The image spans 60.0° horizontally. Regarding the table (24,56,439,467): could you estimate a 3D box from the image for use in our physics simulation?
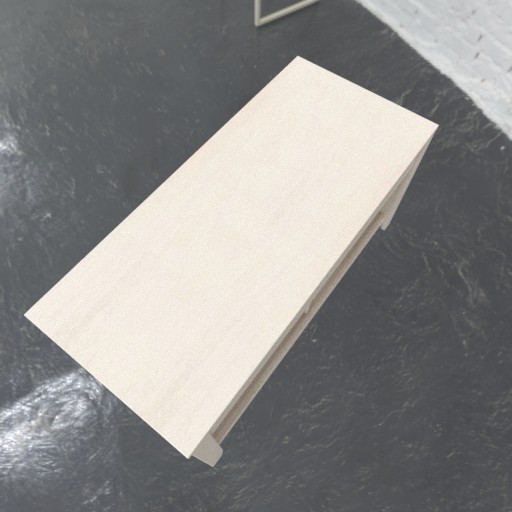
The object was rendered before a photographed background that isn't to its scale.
[{"bbox_3d":[0.000,0.000,1.270,0.457,0.483,1.016,34,67,16],"label":"table"}]
